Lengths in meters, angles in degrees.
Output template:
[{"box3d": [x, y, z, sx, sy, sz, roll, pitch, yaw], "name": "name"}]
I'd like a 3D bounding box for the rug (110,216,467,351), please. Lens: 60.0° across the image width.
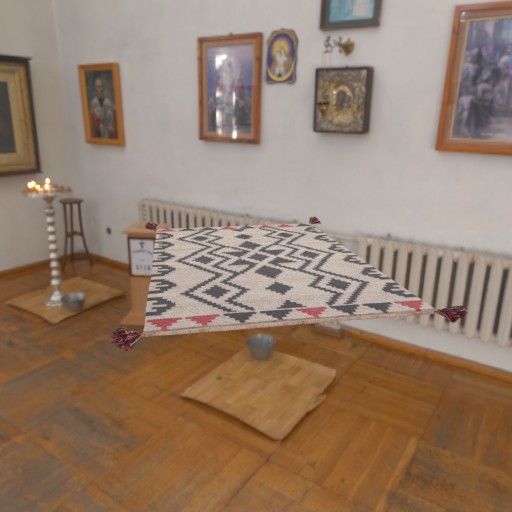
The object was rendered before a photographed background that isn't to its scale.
[{"box3d": [0.000, 0.000, 2.644, 1.444, 0.067, 2.069, -3, 16, -10], "name": "rug"}]
